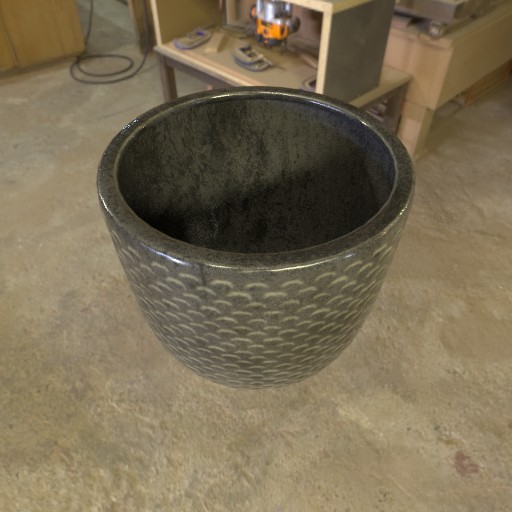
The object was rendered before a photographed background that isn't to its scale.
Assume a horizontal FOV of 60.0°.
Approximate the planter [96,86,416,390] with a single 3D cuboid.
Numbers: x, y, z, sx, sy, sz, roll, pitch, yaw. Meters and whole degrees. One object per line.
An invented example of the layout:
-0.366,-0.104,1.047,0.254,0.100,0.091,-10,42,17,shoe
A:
0.000,0.000,0.242,0.140,0.129,0.140,0,46,0,planter
